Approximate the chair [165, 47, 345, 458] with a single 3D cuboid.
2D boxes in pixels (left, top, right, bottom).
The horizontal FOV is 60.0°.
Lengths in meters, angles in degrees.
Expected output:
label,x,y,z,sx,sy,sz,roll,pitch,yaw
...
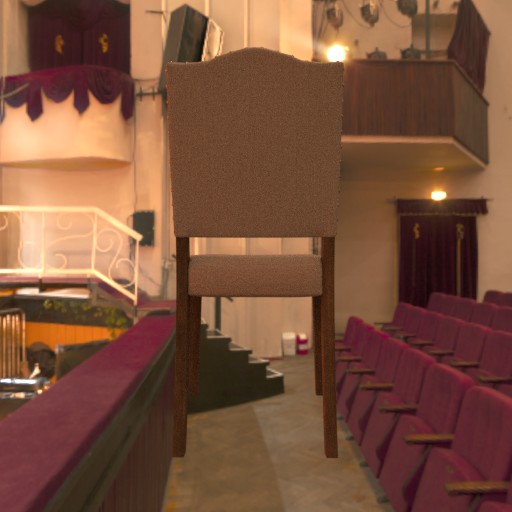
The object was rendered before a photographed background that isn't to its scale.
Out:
label,x,y,z,sx,sy,sz,roll,pitch,yaw
chair,0.000,0.000,1.365,0.508,1.020,0.620,0,-1,1
